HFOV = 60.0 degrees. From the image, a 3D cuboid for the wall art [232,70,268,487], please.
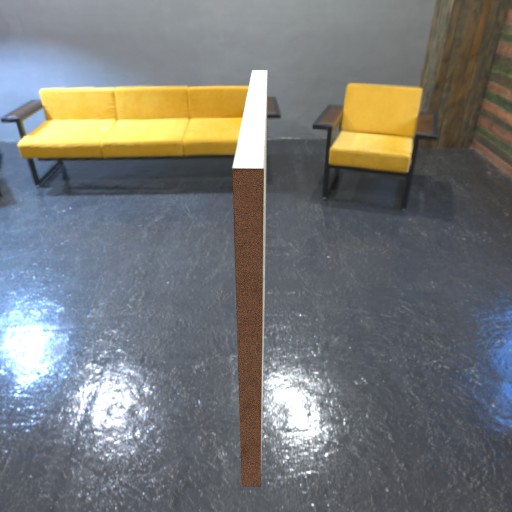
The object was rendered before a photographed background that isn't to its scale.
[{"bbox_3d":[0.000,0.000,0.752,0.029,0.506,0.508,1,32,1],"label":"wall art"}]
